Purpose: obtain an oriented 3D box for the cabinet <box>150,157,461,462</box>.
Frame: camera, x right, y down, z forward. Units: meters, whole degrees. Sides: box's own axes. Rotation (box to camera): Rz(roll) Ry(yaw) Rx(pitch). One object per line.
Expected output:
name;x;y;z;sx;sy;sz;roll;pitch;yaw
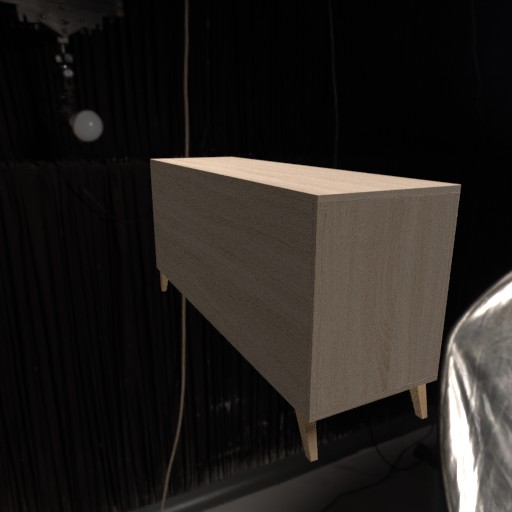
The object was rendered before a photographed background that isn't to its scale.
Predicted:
cabinet;0.000;0.000;1.992;0.500;0.780;1.649;-8;17;-26
